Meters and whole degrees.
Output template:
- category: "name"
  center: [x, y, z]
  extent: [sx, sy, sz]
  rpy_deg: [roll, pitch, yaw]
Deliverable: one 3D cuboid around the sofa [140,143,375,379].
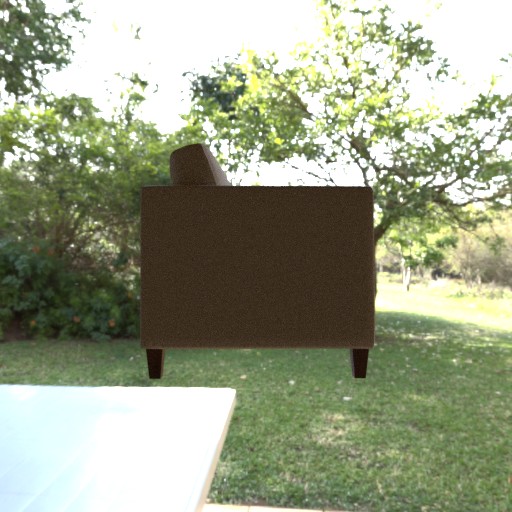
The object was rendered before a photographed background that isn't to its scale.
- category: "sofa"
  center: [0.000, 0.000, 2.882]
  extent: [0.951, 0.968, 2.361]
  rpy_deg: [0, 0, -1]
